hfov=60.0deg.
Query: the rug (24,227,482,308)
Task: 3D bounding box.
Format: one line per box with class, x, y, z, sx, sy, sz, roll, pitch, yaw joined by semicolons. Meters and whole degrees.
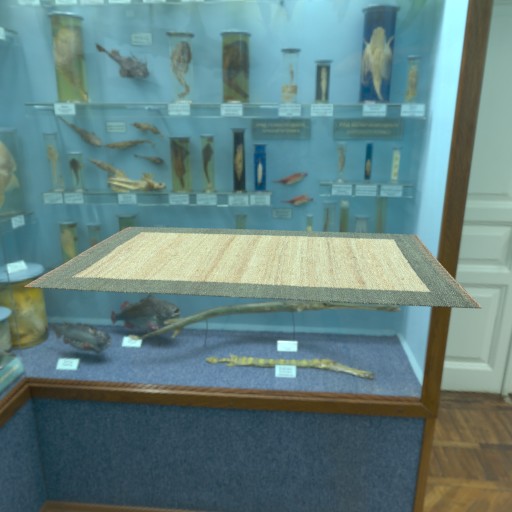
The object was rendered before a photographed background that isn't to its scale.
rug;0.000;0.000;3.028;2.435;0.006;1.521;2;17;7
